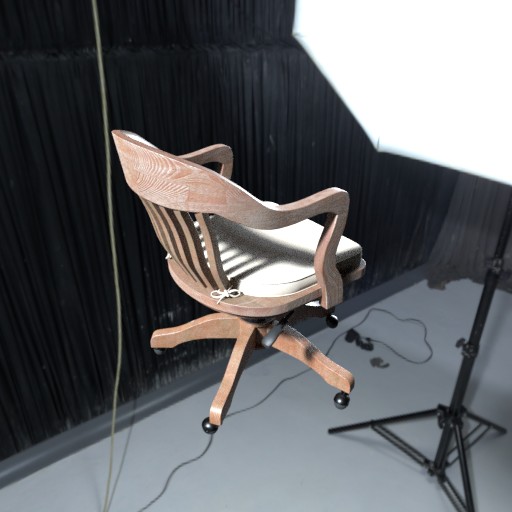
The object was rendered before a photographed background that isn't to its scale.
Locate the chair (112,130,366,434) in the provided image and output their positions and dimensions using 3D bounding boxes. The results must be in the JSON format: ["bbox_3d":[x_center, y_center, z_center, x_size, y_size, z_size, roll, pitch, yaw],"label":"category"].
[{"bbox_3d":[0.000,0.000,1.453,0.788,0.878,0.750,-19,33,-31],"label":"chair"}]
